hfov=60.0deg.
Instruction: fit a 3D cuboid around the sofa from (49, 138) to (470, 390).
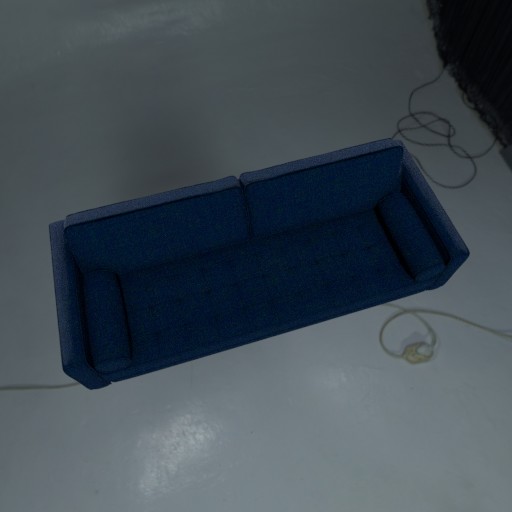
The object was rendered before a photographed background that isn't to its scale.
[{"bbox_3d":[0.000,0.000,2.630,2.210,0.762,0.914,-15,62,-8],"label":"sofa"}]
